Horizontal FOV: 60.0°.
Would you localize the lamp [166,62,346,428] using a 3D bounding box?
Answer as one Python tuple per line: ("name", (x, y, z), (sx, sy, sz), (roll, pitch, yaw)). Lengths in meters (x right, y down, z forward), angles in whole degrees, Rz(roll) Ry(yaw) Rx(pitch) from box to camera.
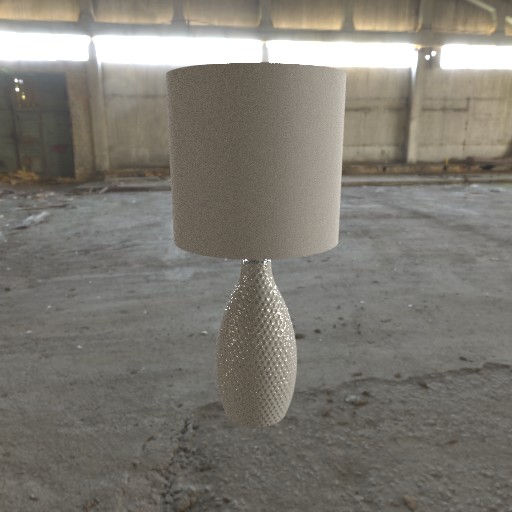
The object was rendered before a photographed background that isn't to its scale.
("lamp", (0.000, 0.000, 0.594), (0.214, 0.466, 0.214), (-2, 15, -8))
